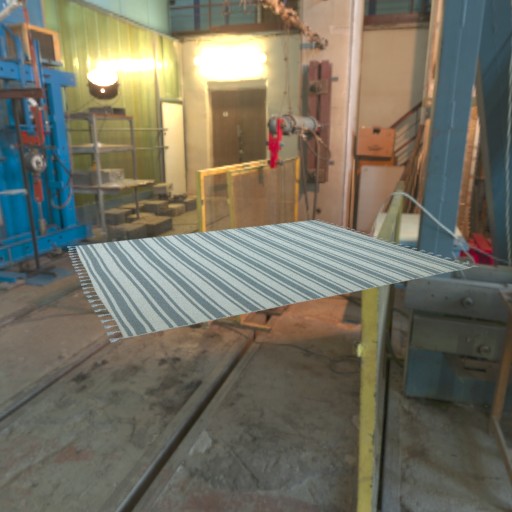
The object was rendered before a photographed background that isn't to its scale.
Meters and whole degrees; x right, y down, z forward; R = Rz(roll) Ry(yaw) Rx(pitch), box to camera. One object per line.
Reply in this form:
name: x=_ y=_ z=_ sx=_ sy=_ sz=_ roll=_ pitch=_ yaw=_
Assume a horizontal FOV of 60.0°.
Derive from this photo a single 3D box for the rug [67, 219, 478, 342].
rug: x=0.000 y=0.000 z=4.262 sx=3.201 sy=0.005 sz=2.439 roll=-8 pitch=18 yaw=-26
